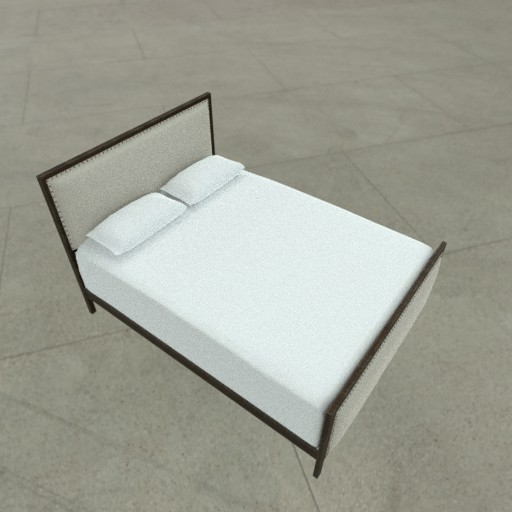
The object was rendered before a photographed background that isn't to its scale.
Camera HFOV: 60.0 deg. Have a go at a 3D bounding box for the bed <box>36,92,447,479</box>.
[{"bbox_3d":[0.000,0.000,3.184,2.221,1.313,1.607,27,49,26],"label":"bed"}]
